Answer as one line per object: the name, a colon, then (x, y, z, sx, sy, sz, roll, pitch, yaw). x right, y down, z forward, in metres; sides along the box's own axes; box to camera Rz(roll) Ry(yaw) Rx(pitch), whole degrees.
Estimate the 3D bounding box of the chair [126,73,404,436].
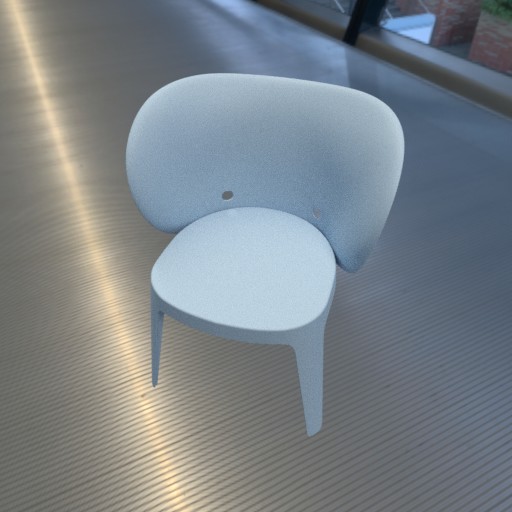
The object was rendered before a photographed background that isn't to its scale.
chair: (0.000, 0.000, 0.857, 0.451, 0.554, 0.402, 13, 43, 14)
